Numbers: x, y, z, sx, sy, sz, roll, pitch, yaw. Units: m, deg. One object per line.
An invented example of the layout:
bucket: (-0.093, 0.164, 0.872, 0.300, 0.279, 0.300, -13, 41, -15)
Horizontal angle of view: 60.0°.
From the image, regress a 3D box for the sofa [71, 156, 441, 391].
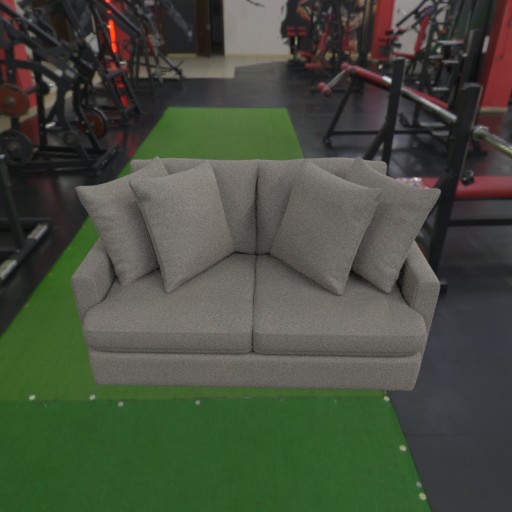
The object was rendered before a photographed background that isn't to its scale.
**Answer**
sofa: (0.000, 0.000, 2.649, 1.869, 1.080, 1.228, 1, 30, 1)
